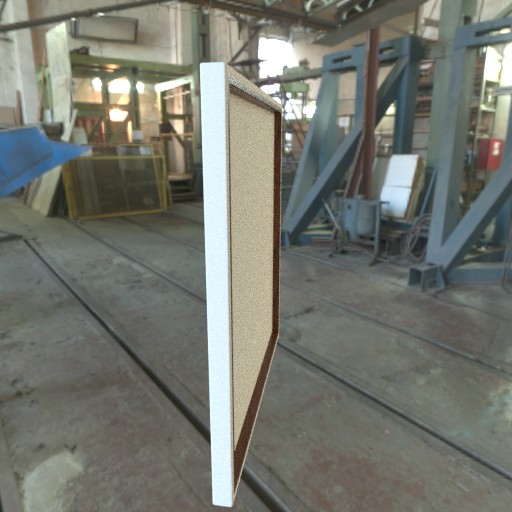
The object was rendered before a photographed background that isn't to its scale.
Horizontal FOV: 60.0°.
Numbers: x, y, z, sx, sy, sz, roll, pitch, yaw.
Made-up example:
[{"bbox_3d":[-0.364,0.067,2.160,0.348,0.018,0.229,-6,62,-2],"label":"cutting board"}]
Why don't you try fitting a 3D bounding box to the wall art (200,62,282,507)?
[{"bbox_3d":[0.000,0.000,1.080,0.037,0.757,0.757,2,15,9],"label":"wall art"}]
